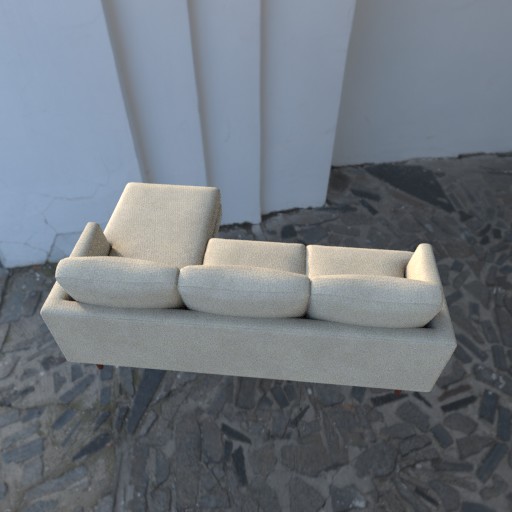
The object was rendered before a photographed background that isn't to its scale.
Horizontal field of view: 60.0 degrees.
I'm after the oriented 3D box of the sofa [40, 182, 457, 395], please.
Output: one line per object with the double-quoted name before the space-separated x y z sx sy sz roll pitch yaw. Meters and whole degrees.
"sofa" 0.000 0.000 3.001 2.233 0.956 1.504 4 46 4
